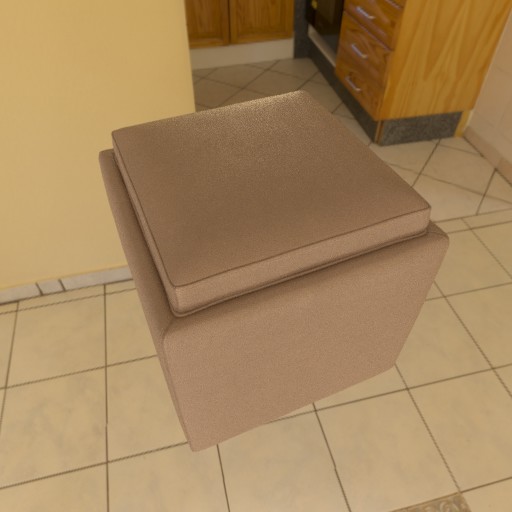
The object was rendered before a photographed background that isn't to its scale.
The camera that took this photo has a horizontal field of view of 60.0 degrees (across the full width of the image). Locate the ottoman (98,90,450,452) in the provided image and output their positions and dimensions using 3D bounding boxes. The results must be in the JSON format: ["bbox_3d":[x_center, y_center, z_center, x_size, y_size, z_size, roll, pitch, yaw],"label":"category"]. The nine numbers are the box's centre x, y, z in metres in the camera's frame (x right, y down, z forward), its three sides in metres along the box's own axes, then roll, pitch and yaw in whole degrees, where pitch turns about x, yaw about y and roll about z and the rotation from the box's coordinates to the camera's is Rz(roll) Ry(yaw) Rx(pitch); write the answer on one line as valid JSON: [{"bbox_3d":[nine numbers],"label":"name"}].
[{"bbox_3d":[0.000,0.000,0.832,0.450,0.460,0.451,-18,49,-16],"label":"ottoman"}]
